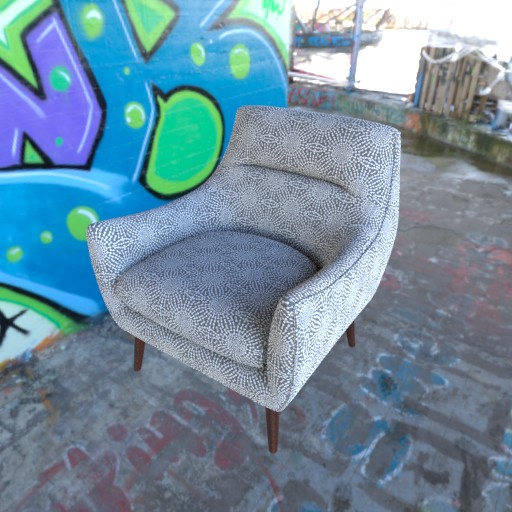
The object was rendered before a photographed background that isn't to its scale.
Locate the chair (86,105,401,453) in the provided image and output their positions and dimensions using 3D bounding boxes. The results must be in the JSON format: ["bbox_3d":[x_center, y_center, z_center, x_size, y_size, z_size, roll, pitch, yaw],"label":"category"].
[{"bbox_3d":[0.000,0.000,1.505,0.762,0.838,0.787,19,35,30],"label":"chair"}]
